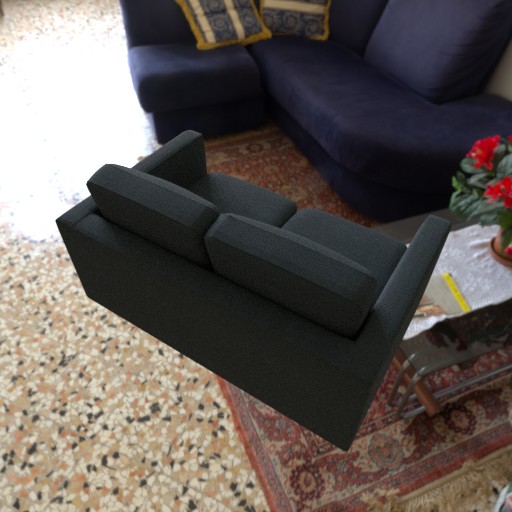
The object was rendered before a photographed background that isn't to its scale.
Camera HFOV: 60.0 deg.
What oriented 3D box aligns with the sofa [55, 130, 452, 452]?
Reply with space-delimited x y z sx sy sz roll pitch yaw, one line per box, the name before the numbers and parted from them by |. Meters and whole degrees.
sofa | 0.000 0.000 2.165 1.518 0.930 0.999 25 50 22
